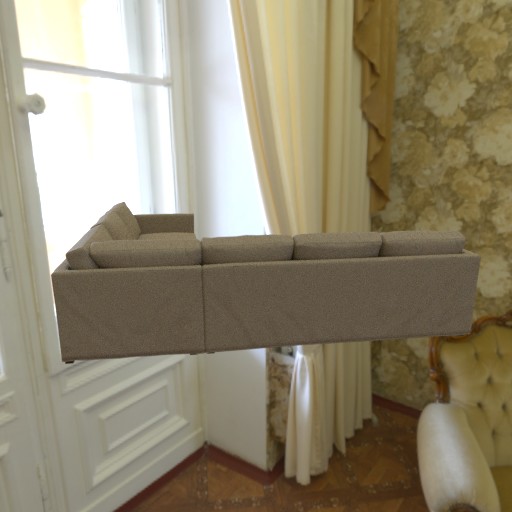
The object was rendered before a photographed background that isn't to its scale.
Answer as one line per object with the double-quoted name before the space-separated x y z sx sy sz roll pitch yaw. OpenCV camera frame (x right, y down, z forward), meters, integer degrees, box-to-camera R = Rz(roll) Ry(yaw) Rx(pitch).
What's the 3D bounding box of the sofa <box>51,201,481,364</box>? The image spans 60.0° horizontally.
"sofa" 0.000 0.000 4.415 3.182 0.871 2.432 -2 15 -9
